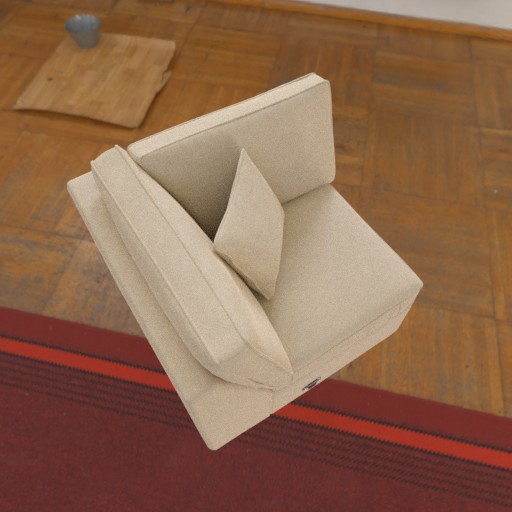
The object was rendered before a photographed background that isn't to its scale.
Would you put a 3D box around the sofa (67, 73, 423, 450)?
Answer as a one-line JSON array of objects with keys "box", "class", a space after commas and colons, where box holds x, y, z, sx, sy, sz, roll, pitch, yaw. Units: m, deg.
[{"box": [0.000, 0.000, 1.967, 1.146, 1.002, 1.084, -28, 61, -17], "class": "sofa"}]
